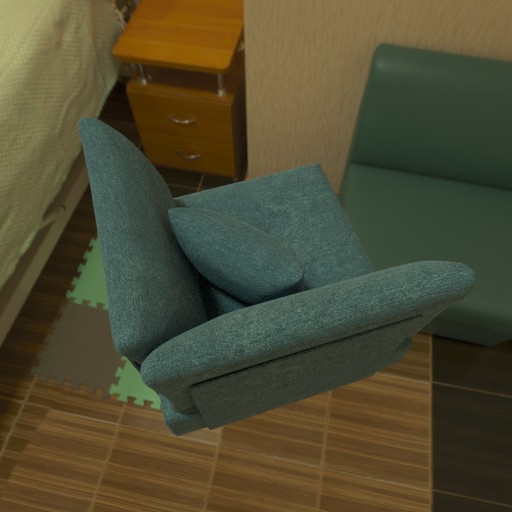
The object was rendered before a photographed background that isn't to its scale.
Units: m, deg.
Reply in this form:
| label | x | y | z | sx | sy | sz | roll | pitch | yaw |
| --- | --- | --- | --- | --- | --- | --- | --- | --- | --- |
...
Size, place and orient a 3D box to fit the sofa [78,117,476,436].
| label | x | y | z | sx | sy | sz | roll | pitch | yaw |
| --- | --- | --- | --- | --- | --- | --- | --- | --- | --- |
| sofa | 0.000 | 0.000 | 1.702 | 1.000 | 0.820 | 1.000 | -15 | 60 | -9 |
